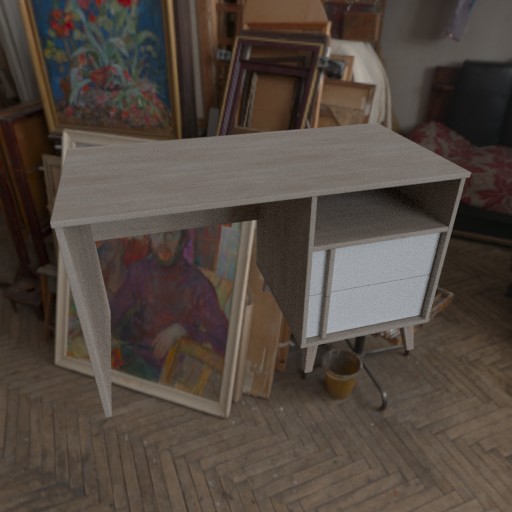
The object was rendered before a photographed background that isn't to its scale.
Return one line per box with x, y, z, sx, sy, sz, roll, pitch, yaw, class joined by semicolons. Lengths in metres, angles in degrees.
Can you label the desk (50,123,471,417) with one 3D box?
0.000;0.000;1.709;1.251;0.770;0.600;-9;33;-14;desk
